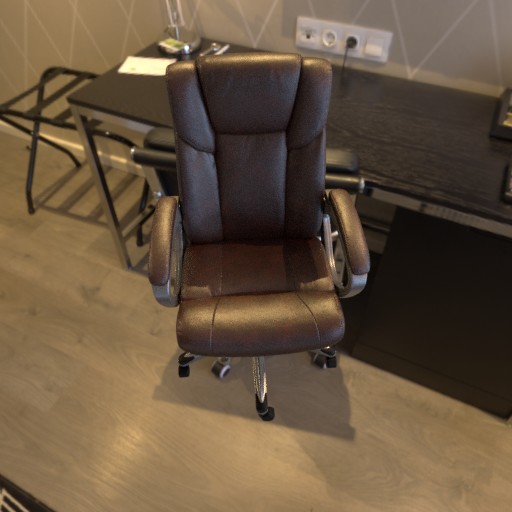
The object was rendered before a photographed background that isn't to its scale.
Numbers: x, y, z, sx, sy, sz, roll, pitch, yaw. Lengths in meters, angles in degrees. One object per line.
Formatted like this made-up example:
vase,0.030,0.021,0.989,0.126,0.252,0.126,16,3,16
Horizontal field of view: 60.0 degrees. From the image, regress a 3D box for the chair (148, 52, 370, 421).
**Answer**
chair,0.000,0.000,1.524,0.656,1.128,0.692,-3,47,-3
